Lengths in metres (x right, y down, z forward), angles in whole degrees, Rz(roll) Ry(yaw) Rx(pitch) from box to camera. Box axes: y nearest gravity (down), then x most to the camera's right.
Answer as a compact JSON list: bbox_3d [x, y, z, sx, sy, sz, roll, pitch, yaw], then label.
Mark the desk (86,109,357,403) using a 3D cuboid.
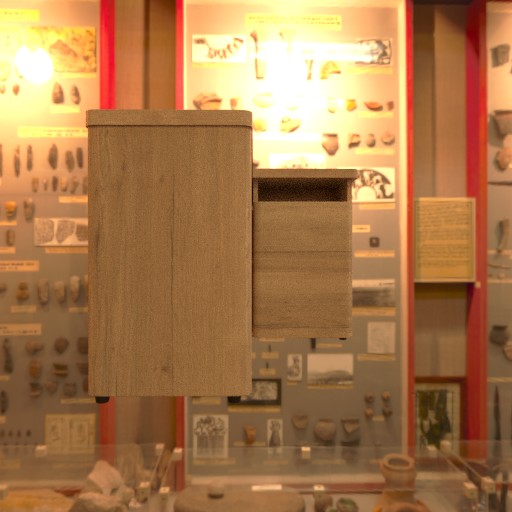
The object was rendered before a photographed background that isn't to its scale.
[{"bbox_3d":[0.000,0.000,1.727,0.900,0.760,1.169,0,0,0],"label":"desk"}]
